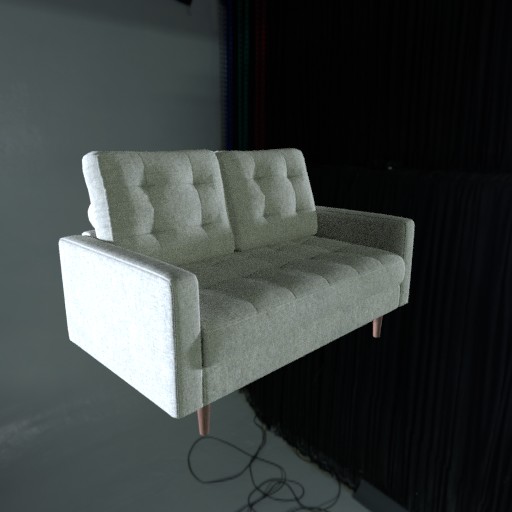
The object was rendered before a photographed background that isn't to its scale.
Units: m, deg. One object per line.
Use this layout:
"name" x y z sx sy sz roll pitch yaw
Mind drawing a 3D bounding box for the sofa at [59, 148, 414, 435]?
"sofa" 0.000 0.000 1.954 1.407 0.907 0.842 -14 20 -43
